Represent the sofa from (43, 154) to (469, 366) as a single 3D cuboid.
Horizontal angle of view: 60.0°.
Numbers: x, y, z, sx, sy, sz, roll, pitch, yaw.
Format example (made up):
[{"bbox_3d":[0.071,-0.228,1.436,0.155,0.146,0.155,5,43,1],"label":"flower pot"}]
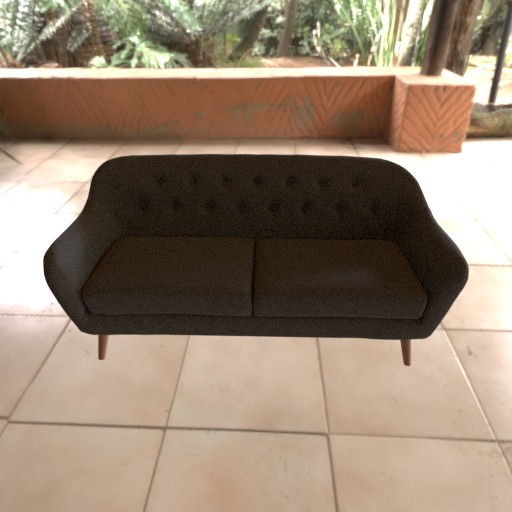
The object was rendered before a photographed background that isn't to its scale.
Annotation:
[{"bbox_3d":[0.000,0.000,2.263,1.840,0.820,0.820,1,31,1],"label":"sofa"}]
